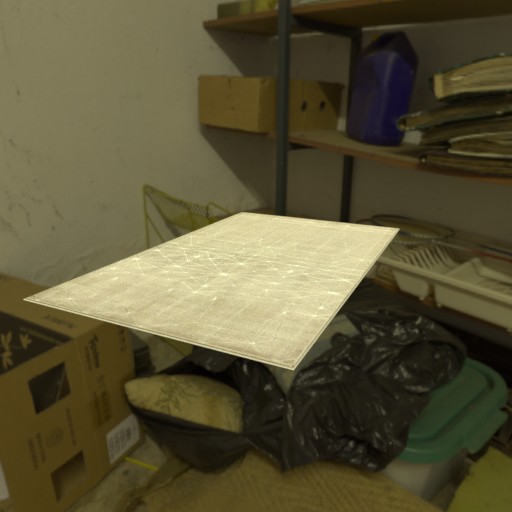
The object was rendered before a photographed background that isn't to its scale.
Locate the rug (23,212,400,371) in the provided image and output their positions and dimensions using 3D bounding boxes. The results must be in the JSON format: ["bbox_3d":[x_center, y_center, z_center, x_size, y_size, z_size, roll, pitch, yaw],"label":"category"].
[{"bbox_3d":[0.000,0.000,3.049,1.524,0.012,2.438,9,20,25],"label":"rug"}]
